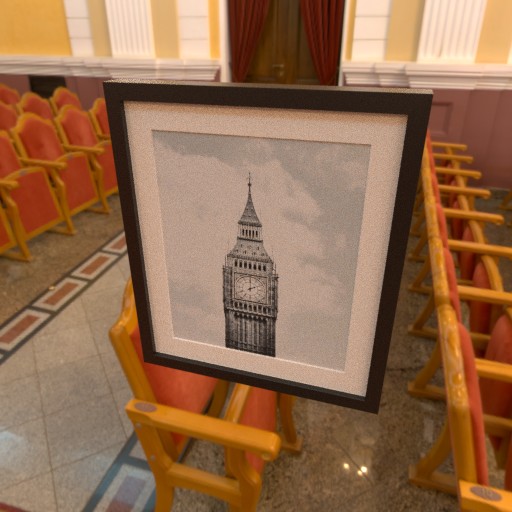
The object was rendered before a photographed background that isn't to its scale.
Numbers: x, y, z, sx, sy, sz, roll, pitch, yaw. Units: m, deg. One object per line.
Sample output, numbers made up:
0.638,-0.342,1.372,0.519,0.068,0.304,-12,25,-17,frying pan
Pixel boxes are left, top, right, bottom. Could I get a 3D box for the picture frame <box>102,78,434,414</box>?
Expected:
0.000,0.000,0.523,0.328,0.378,0.034,8,28,15,picture frame
